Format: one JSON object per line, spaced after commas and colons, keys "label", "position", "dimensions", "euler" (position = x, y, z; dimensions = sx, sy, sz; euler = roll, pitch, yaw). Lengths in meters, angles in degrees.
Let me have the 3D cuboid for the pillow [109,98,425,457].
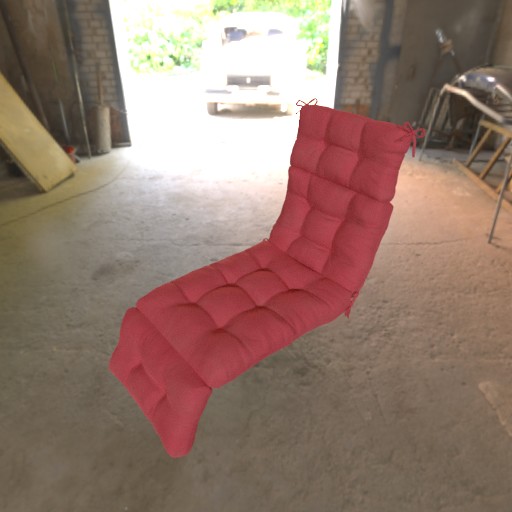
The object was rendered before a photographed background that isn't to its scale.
{"label": "pillow", "position": [0.000, 0.000, 1.525], "dimensions": [1.016, 0.863, 0.526], "euler": [-23, 38, -32]}
